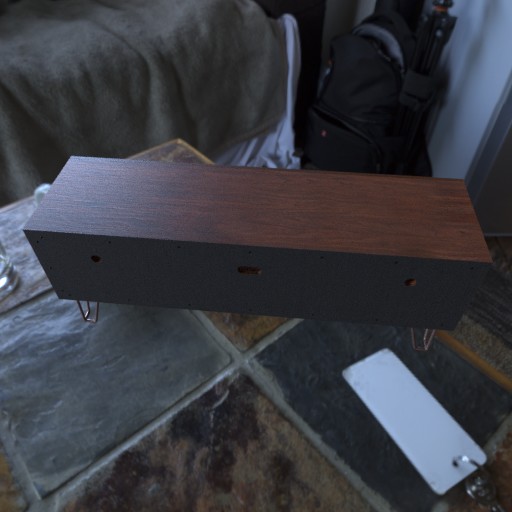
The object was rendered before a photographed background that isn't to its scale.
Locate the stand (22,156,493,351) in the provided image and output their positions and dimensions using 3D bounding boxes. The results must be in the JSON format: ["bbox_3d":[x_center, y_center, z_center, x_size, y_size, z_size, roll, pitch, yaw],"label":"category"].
[{"bbox_3d":[0.000,0.000,1.908,1.626,0.610,0.481,4,47,4],"label":"stand"}]
